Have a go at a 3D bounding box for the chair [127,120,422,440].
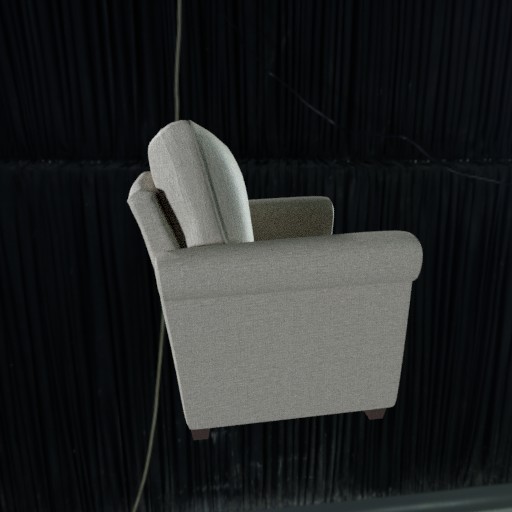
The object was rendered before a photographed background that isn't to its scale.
[{"bbox_3d":[0.000,0.000,2.330,1.180,1.349,1.275,-3,16,-10],"label":"chair"}]
